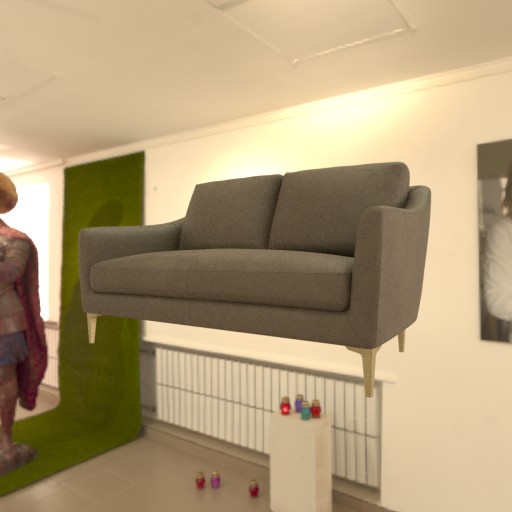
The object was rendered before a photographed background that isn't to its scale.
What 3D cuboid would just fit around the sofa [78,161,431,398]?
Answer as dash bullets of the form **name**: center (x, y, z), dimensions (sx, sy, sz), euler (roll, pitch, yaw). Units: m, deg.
- **sofa**: center (0.000, 0.000, 2.201), dimensions (1.619, 0.902, 0.960), euler (0, 0, 36)
